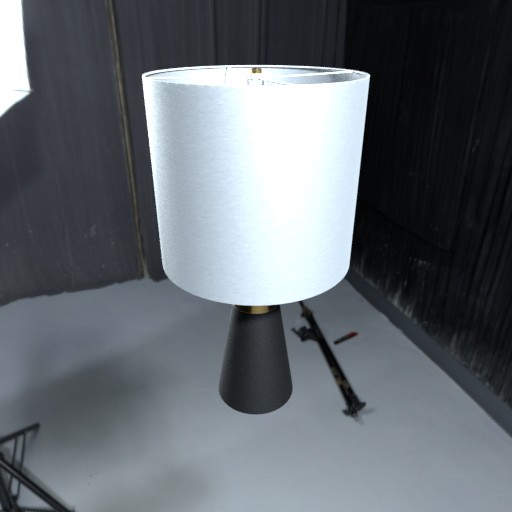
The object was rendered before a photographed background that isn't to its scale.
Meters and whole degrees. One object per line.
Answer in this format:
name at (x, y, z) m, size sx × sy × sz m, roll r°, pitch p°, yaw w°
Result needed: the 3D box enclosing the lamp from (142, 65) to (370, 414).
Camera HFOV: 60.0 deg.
lamp at (0.000, 0.000, 0.743) m, size 0.308 × 0.580 × 0.308 m, roll -9°, pitch 28°, yaw -17°
